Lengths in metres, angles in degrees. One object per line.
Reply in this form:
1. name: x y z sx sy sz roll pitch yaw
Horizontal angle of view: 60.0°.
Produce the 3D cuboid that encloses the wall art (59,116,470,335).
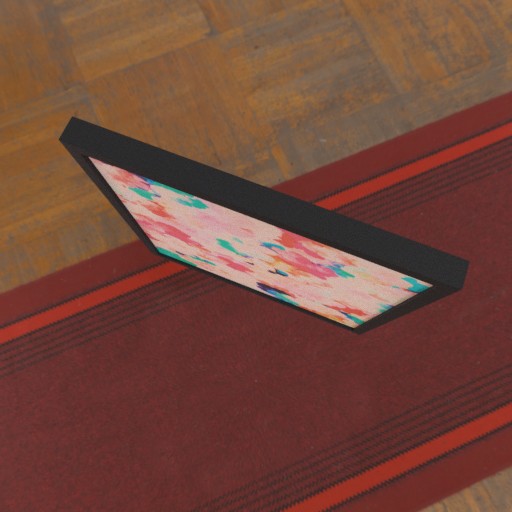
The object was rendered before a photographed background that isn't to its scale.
1. wall art: 0.000 0.000 0.763 0.506 0.503 0.036 21 75 6
